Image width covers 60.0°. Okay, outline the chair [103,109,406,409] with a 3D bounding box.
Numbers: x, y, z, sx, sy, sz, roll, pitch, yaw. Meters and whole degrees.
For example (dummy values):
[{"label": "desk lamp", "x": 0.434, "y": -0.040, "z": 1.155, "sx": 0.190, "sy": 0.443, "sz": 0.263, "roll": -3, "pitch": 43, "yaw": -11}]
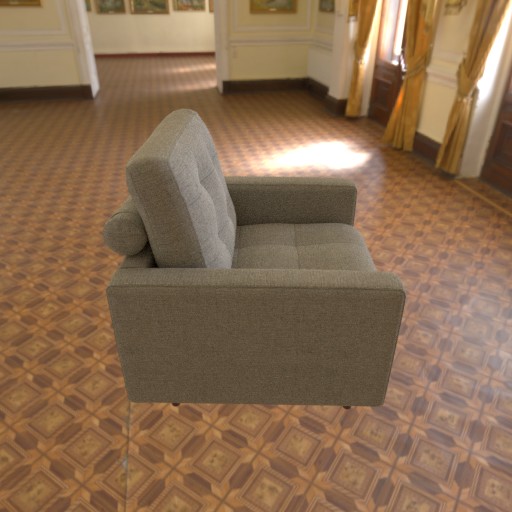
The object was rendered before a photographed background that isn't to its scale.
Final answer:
[{"label": "chair", "x": 0.000, "y": 0.000, "z": 1.547, "sx": 0.843, "sy": 0.880, "sz": 0.821, "roll": 1, "pitch": 30, "yaw": 1}]
